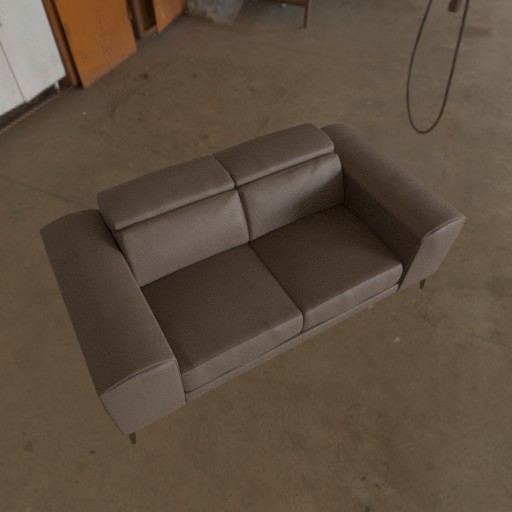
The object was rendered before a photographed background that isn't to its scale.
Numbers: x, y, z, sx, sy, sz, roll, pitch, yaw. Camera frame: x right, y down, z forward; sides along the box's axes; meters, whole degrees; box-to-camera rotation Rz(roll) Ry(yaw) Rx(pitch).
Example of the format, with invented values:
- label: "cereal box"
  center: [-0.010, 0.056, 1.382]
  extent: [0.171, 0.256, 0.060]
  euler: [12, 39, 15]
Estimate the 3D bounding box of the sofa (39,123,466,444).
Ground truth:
- label: "sofa"
  center: [0.000, 0.000, 2.348]
  extent: [1.895, 0.779, 1.003]
  euler: [-23, 53, -19]
